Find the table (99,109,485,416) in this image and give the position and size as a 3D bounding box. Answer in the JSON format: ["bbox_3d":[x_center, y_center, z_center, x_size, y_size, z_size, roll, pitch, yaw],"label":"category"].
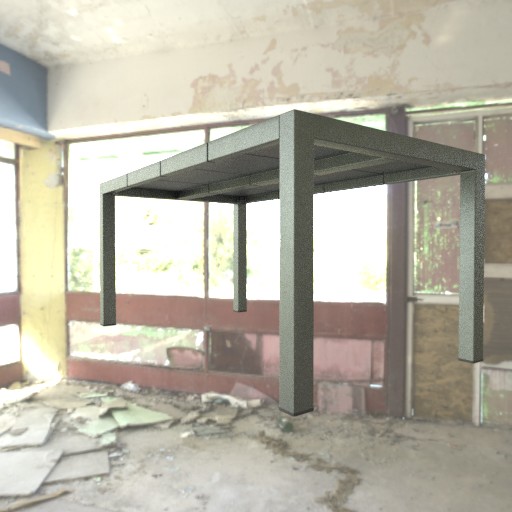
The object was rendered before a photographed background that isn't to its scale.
[{"bbox_3d":[0.000,0.000,1.212,0.559,0.460,0.965,-1,2,-36],"label":"table"}]
